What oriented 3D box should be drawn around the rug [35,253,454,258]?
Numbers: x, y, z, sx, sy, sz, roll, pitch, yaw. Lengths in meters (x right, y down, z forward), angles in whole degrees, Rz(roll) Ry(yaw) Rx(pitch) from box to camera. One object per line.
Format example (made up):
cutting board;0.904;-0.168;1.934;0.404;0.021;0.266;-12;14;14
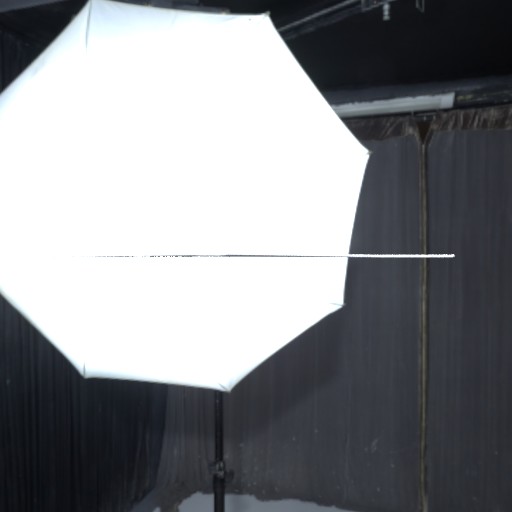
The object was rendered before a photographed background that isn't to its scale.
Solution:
rug;0.000;0.000;2.296;1.773;0.021;1.149;0;0;18
